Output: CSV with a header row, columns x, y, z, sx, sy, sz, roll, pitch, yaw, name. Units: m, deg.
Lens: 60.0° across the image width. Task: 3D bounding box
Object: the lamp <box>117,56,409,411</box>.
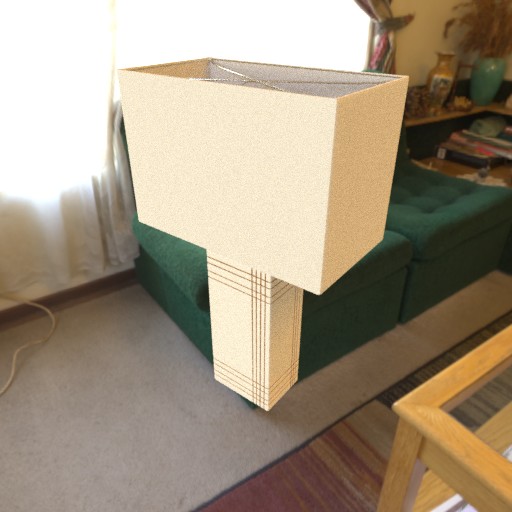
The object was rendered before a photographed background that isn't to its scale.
x,y,z,sx,sy,sz,roll,pitch,yaw,name
0.000,0.000,0.701,0.334,0.543,0.182,21,36,32,lamp
